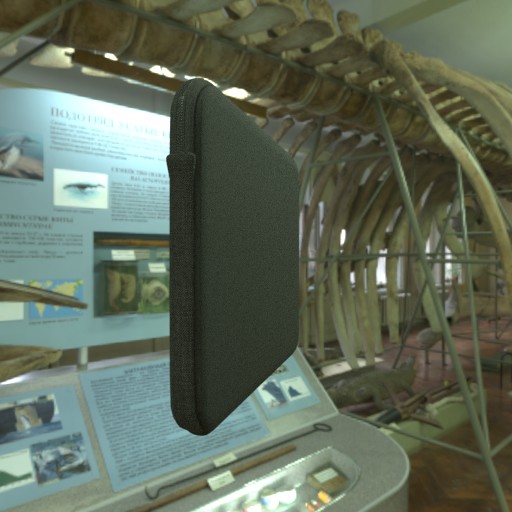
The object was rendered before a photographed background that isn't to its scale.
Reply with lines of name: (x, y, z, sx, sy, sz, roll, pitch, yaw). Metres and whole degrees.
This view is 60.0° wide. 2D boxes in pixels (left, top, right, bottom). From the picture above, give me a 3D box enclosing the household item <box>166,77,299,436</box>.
household item: (0.000, 0.000, 0.529, 0.030, 0.305, 0.396, 0, 0, 18)
